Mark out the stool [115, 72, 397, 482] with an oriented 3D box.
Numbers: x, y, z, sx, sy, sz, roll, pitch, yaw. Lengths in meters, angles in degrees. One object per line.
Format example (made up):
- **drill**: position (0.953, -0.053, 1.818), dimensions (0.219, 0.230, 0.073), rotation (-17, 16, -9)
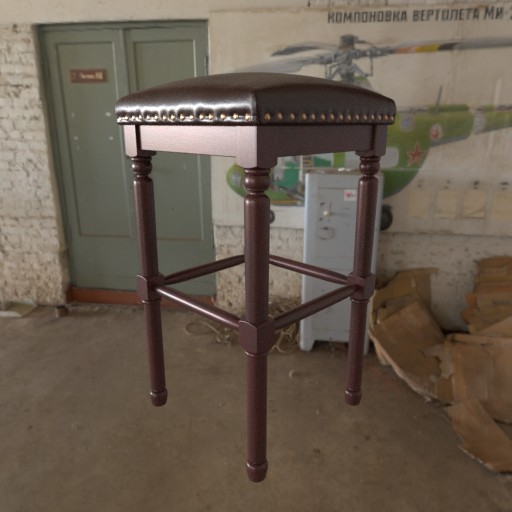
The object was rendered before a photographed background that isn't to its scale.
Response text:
- **stool**: position (0.000, 0.000, 0.920), dimensions (0.382, 0.702, 0.383), rotation (16, 23, 42)
